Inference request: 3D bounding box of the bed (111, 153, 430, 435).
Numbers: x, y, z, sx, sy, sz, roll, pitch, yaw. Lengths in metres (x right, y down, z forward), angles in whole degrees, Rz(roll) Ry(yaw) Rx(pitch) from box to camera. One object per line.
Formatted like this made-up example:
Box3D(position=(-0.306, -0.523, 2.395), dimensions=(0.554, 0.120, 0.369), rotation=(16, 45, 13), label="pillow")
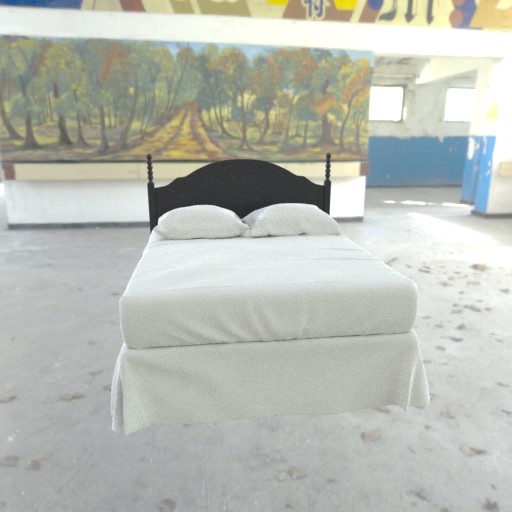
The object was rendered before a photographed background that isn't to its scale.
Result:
Box3D(position=(0.000, 0.000, 3.160), dimensions=(1.873, 1.356, 2.040), rotation=(-2, 15, -7), label="bed")
